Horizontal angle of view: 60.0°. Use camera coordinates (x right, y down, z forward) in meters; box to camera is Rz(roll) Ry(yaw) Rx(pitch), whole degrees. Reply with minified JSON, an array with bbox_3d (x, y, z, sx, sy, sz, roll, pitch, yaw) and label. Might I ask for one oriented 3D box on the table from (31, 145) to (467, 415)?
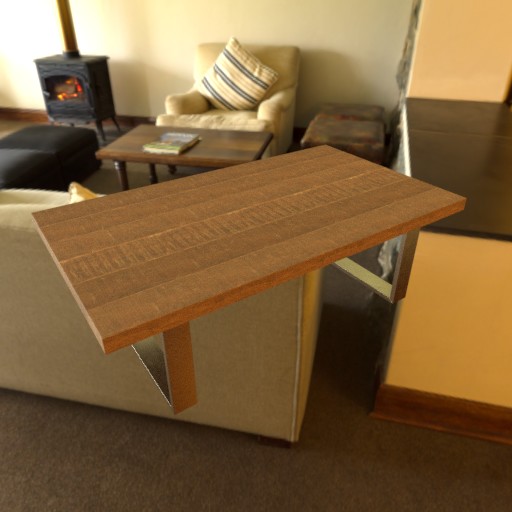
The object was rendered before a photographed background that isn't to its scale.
[{"bbox_3d":[0.000,0.000,1.750,1.400,0.440,0.800,-20,37,-29],"label":"table"}]
